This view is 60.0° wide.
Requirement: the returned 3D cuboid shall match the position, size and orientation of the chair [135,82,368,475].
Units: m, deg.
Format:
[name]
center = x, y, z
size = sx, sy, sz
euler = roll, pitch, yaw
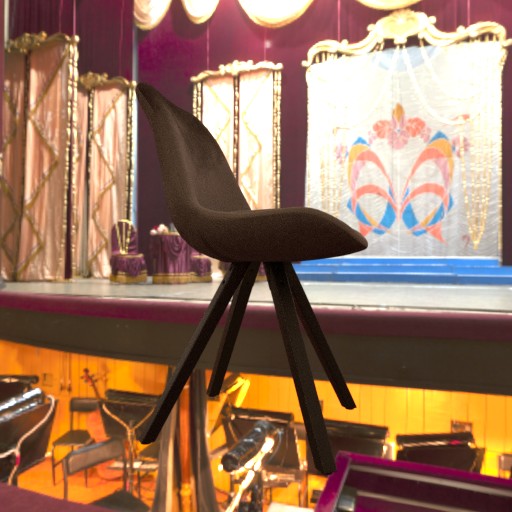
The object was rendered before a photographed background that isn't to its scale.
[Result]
[chair]
center = 0.000, 0.000, 1.123
size = 0.550, 0.850, 0.476
euler = 0, -1, 18
